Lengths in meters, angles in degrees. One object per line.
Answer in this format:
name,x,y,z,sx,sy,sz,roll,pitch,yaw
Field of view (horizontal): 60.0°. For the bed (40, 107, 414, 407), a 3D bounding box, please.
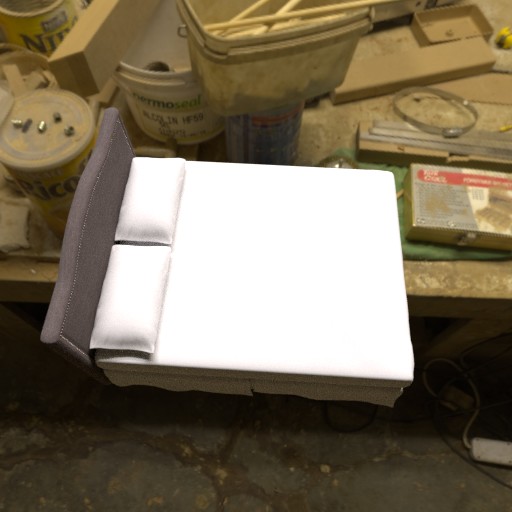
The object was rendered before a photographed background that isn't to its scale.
bed,0.000,0.000,3.833,2.689,1.457,2.161,3,64,2
